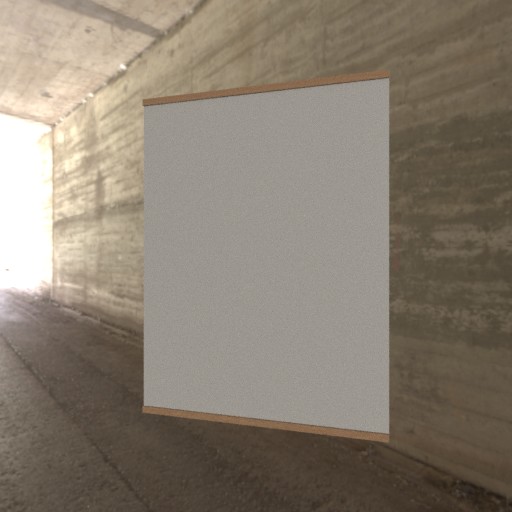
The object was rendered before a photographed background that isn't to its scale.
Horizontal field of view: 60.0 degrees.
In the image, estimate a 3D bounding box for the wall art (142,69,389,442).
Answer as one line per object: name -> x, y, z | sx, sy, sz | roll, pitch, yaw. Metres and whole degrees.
wall art -> 0.000, 0.000, 0.797 | 0.459, 0.608, 0.012 | 0, 0, 18
